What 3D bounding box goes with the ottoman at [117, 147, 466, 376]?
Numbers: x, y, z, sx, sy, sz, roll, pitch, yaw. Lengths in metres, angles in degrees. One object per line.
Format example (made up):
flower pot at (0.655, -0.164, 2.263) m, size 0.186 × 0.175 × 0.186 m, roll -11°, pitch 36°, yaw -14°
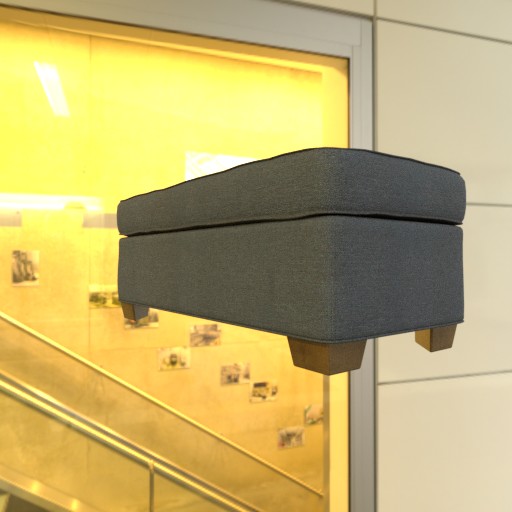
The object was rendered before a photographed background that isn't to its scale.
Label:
ottoman at (0.000, 0.000, 1.377) m, size 0.515 × 0.460 × 1.110 m, roll 0°, pitch -1°, yaw -37°
